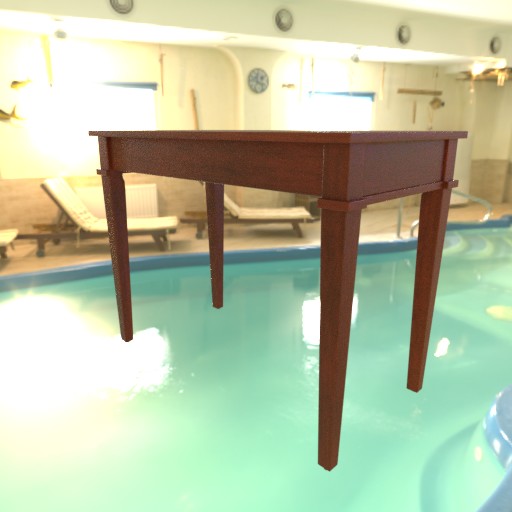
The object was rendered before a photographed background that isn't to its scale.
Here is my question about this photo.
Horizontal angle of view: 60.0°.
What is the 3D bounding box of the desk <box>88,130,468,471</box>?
[{"bbox_3d":[0.000,0.000,1.401,1.001,0.762,0.549,15,22,42],"label":"desk"}]
